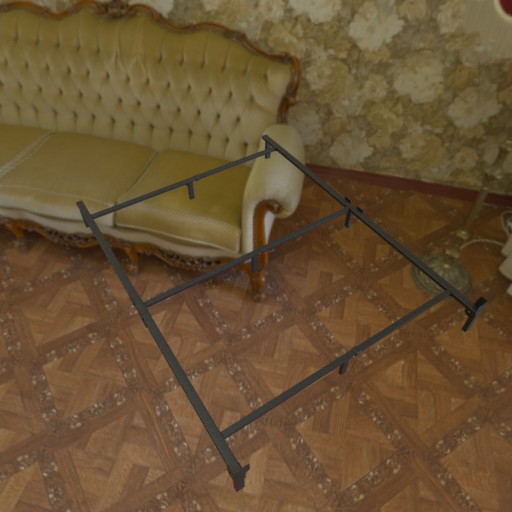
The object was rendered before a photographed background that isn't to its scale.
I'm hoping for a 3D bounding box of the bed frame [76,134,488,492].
[{"bbox_3d":[0.000,0.000,2.609,1.498,0.248,1.990,-25,52,-22],"label":"bed frame"}]
